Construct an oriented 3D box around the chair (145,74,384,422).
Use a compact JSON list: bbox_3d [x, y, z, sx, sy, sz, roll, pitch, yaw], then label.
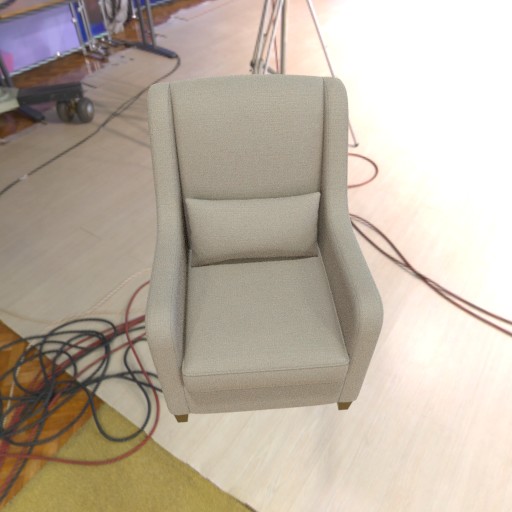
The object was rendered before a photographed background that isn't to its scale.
[{"bbox_3d":[0.000,0.000,1.659,0.715,1.017,0.896,-3,46,-3],"label":"chair"}]
